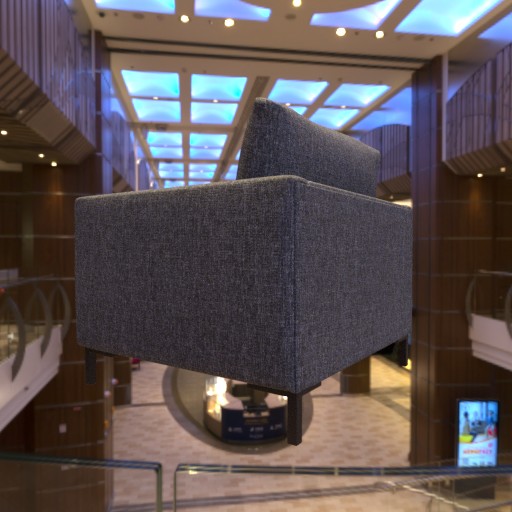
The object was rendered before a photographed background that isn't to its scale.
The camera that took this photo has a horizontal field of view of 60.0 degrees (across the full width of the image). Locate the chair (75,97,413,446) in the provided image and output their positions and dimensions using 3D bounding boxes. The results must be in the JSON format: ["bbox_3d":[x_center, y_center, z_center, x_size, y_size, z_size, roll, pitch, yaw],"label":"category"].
[{"bbox_3d":[0.000,0.000,1.614,0.866,0.861,0.963,1,1,35],"label":"chair"}]
